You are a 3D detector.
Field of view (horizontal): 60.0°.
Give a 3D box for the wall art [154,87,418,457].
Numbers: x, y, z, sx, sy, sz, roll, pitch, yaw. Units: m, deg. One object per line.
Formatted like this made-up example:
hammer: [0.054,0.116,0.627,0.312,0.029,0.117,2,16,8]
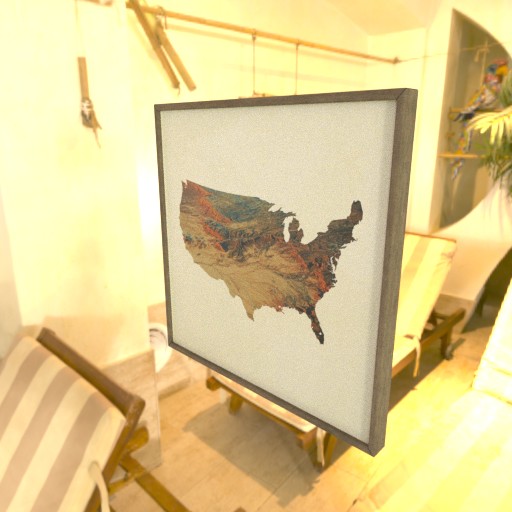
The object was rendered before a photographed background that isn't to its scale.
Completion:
wall art: [0.000,0.000,1.119,0.749,0.751,0.050,15,21,41]
